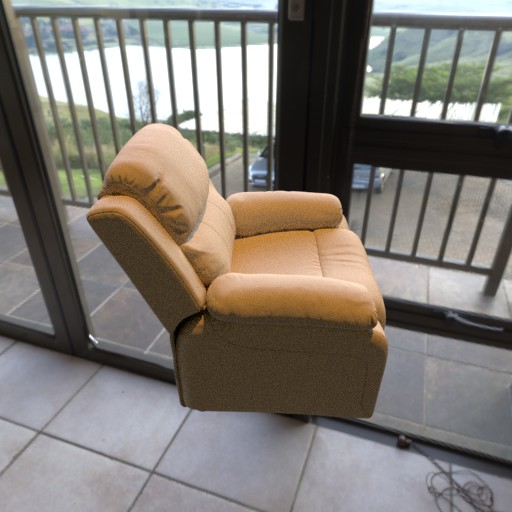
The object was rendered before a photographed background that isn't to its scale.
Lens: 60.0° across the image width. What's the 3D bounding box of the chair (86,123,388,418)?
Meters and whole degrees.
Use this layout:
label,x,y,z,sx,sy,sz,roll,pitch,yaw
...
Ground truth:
label,x,y,z,sx,sy,sz,roll,pitch,yaw
chair,0.000,0.000,1.294,0.709,0.702,0.680,1,31,1
